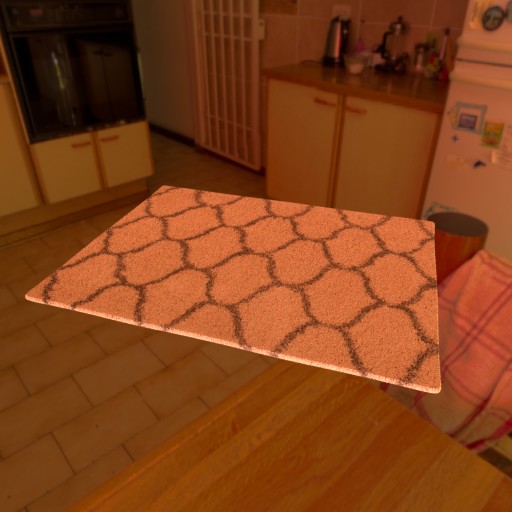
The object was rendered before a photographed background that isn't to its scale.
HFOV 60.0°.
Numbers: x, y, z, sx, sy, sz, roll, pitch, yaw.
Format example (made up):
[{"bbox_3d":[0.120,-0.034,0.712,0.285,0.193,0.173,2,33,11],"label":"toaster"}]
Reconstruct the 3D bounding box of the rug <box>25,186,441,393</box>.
[{"bbox_3d":[0.000,0.000,2.075,1.600,0.025,1.200,10,33,15],"label":"rug"}]
